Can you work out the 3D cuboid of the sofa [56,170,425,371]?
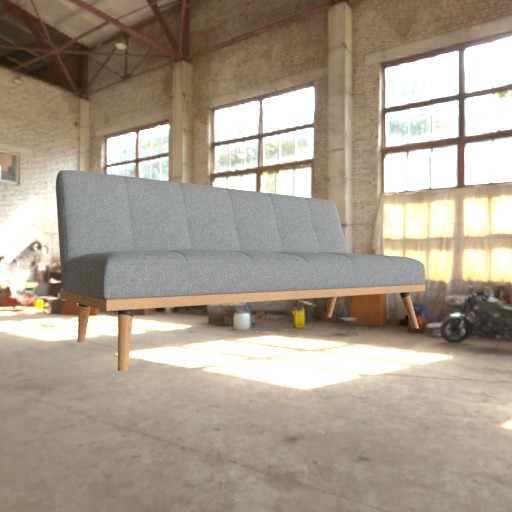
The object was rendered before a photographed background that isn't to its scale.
[{"bbox_3d":[0.000,0.000,2.304,1.820,0.800,0.800,1,-1,-36],"label":"sofa"}]
